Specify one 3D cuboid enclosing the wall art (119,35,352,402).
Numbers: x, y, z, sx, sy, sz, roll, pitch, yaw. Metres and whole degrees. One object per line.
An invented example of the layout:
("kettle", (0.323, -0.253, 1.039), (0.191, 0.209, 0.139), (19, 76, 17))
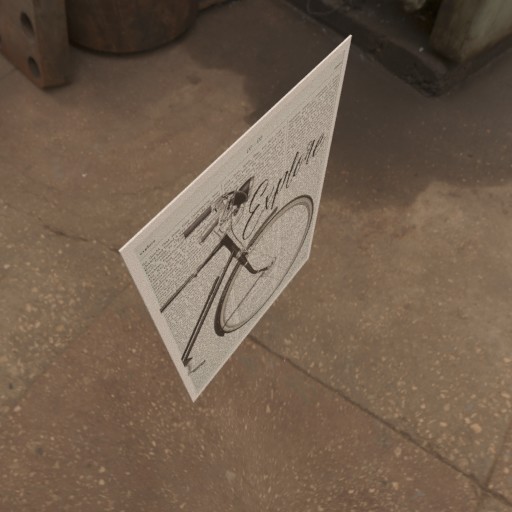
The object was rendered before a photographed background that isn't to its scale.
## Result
("wall art", (0.000, 0.000, 0.798), (0.003, 0.610, 0.457), (32, 64, 18))
